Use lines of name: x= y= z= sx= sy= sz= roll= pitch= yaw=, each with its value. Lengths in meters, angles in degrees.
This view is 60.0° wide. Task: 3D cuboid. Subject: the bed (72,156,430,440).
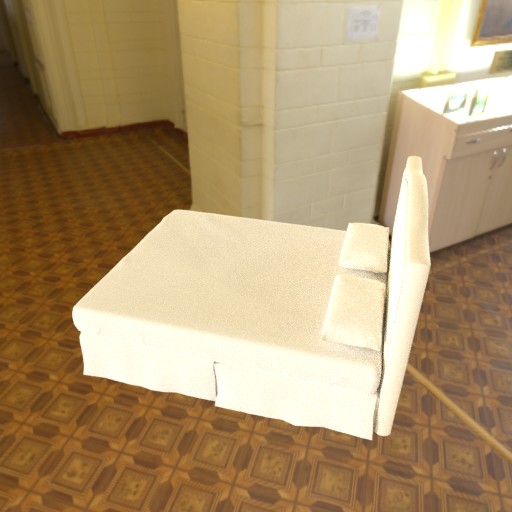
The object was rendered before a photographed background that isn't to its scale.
bed: x=0.000 y=0.000 z=3.469 sx=2.282 sy=1.436 sz=1.821 roll=9 pitch=32 yaw=14
